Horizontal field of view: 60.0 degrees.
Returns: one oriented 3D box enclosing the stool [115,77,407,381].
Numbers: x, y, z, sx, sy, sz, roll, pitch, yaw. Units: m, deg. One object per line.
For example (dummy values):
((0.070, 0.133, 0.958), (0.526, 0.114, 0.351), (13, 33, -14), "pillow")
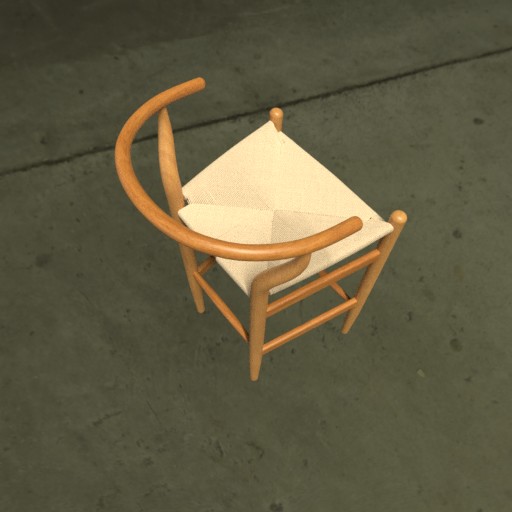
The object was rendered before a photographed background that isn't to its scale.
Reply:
((0.000, 0.000, 1.333), (0.579, 0.970, 0.569), (-34, 64, -19), "stool")
